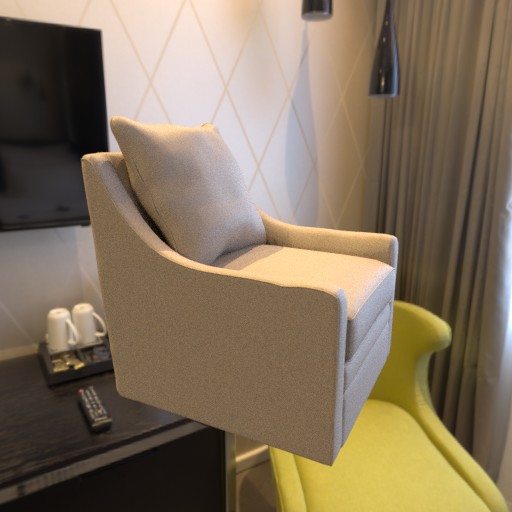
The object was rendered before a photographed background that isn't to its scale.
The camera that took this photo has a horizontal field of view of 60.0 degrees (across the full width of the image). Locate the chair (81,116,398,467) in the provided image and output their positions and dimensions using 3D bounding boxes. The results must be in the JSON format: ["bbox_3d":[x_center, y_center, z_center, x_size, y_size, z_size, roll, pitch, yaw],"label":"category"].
[{"bbox_3d":[0.000,0.000,1.575,0.876,0.942,0.760,7,16,27],"label":"chair"}]
